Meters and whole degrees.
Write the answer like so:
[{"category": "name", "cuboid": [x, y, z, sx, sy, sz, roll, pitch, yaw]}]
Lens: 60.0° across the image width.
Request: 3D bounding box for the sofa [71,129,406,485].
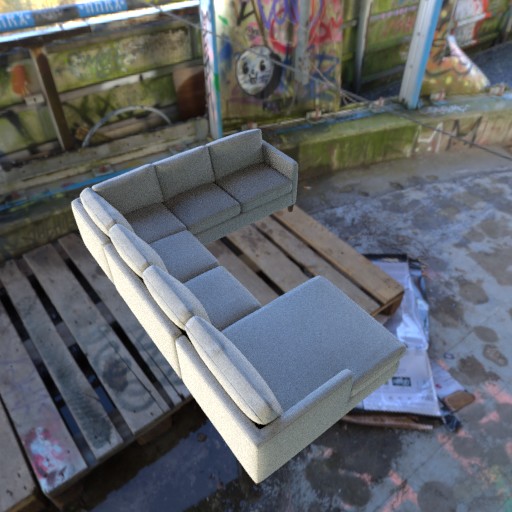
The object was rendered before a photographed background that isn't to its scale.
[{"category": "sofa", "cuboid": [0.000, 0.000, 4.608, 2.593, 0.959, 3.460, -27, 49, -26]}]
